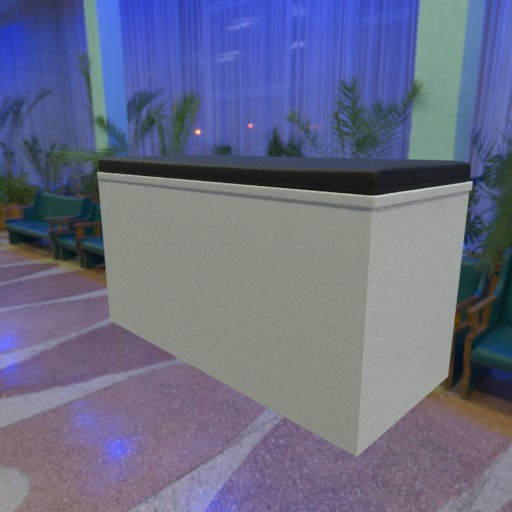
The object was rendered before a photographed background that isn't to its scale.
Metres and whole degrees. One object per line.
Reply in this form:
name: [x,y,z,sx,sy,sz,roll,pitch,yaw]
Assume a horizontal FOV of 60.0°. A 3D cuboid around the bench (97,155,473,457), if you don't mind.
bench: [0.000,0.000,1.156,0.899,0.500,0.401,13,19,43]
